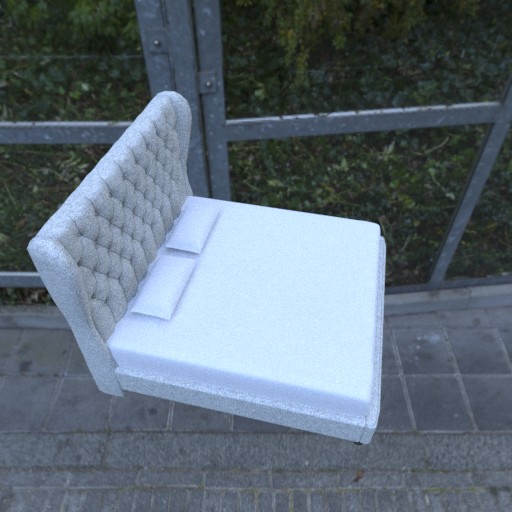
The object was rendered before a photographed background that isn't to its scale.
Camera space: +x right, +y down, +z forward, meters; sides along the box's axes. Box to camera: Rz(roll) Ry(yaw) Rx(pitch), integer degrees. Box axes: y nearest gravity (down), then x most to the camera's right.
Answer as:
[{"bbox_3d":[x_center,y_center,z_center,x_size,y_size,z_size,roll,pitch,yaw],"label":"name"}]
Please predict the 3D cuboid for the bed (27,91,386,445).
[{"bbox_3d":[0.000,0.000,3.796,2.347,1.771,2.219,9,46,9],"label":"bed"}]
